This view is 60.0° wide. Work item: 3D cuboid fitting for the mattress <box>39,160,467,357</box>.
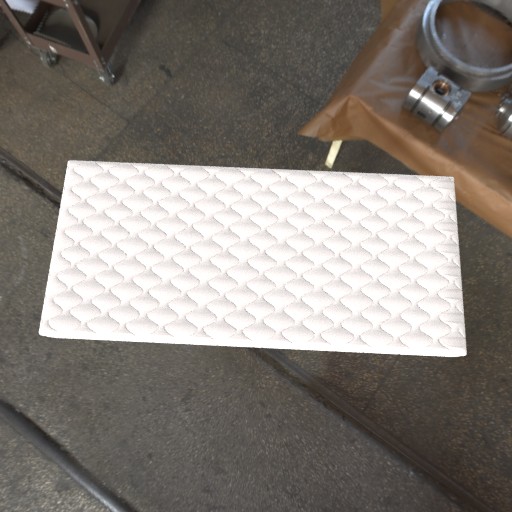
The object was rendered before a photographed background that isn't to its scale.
[{"bbox_3d":[0.000,0.000,2.240,2.000,0.200,0.900,3,75,1],"label":"mattress"}]
